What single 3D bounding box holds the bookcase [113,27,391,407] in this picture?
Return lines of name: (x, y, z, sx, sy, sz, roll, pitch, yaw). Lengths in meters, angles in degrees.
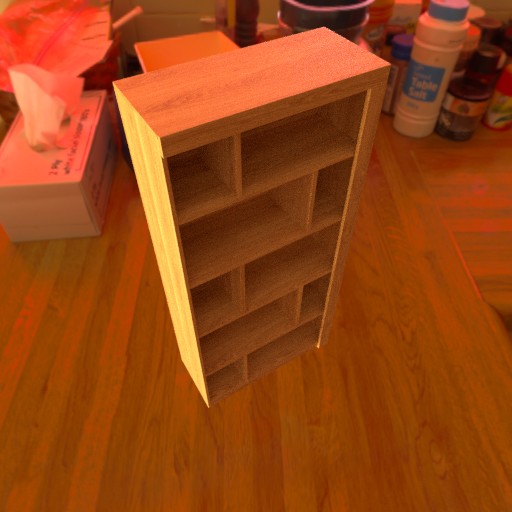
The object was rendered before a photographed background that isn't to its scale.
bookcase: (0.000, 0.000, 2.385, 0.950, 2.020, 0.420, -24, 52, -20)
